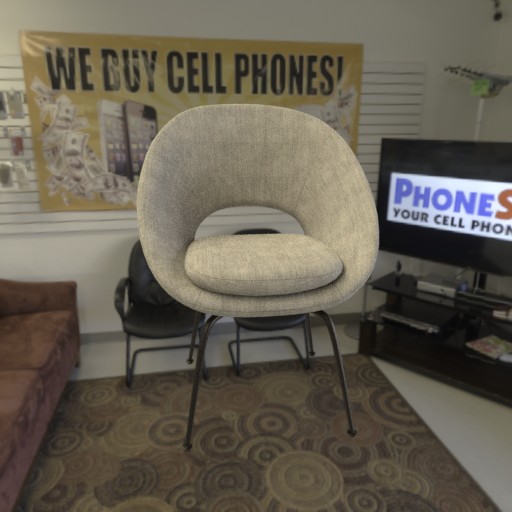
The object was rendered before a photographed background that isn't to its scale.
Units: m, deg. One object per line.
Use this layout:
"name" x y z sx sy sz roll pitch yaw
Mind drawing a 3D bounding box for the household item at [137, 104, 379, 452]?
"household item" 0.000 0.000 1.300 0.643 0.869 0.587 -2 16 -7
